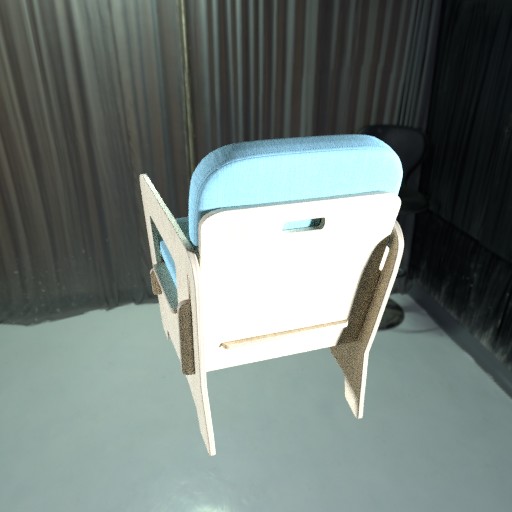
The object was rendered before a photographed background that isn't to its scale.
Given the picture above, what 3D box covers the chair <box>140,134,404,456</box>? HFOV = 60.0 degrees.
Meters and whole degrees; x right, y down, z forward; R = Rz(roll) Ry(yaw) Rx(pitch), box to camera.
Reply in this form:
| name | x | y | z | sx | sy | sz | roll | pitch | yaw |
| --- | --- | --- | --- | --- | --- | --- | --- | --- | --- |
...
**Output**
| name | x | y | z | sx | sy | sz | roll | pitch | yaw |
| --- | --- | --- | --- | --- | --- | --- | --- | --- | --- |
| chair | 0.000 | 0.000 | 1.277 | 0.590 | 0.800 | 0.710 | -8 | 28 | -15 |
